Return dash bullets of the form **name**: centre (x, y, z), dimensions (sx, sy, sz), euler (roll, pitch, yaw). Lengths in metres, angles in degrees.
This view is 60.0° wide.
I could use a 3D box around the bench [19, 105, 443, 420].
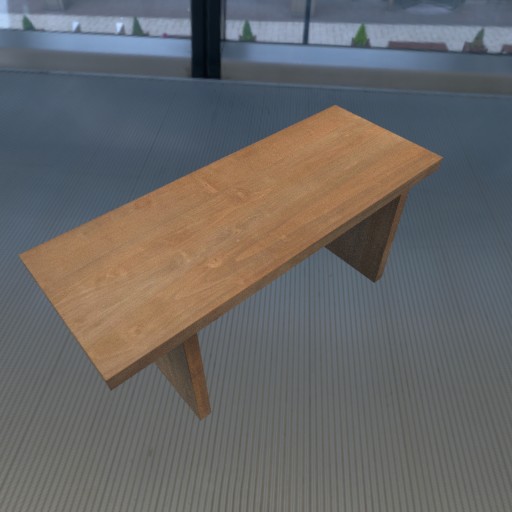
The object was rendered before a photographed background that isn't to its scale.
- **bench**: centre (0.000, 0.000, 1.427), dimensions (1.183, 0.458, 0.458), euler (-32, 54, -27)
